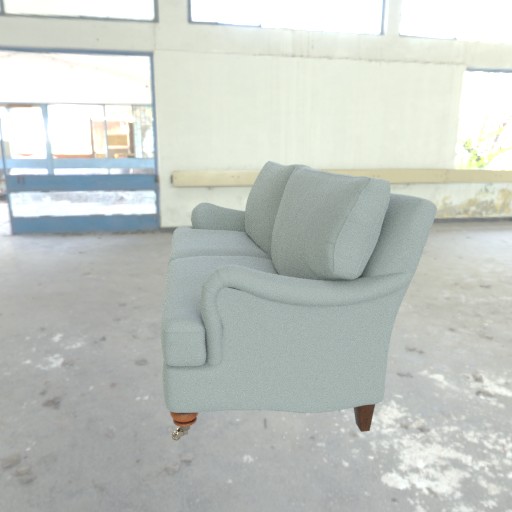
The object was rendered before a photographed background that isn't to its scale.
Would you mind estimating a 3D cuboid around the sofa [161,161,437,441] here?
[{"bbox_3d":[0.000,0.000,2.709,1.069,1.096,2.193,-2,14,-9],"label":"sofa"}]
